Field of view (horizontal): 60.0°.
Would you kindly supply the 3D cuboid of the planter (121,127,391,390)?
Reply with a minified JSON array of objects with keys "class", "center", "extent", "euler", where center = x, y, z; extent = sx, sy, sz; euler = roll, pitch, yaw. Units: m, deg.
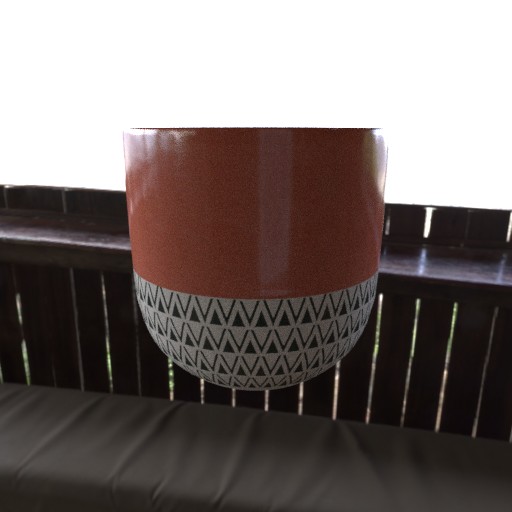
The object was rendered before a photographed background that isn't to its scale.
[{"class":"planter","center":[0.000,0.000,0.489],"extent":[0.266,0.270,0.266],"euler":[0,15,0]}]
